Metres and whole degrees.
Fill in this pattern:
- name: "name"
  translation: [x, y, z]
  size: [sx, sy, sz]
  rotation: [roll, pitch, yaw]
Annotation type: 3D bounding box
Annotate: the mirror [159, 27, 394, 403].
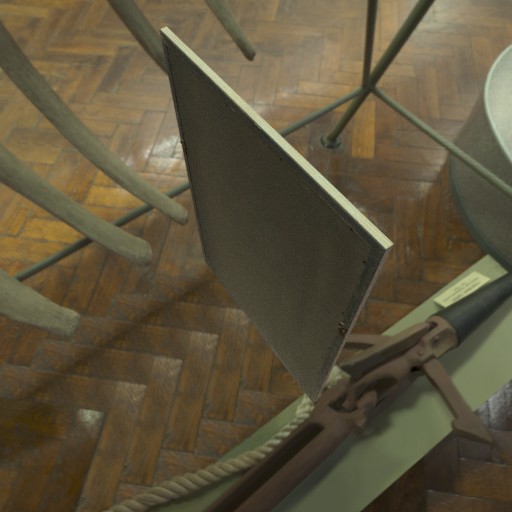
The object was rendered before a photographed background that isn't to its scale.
- name: "mirror"
  translation: [0.000, 0.000, 1.254]
  size: [0.025, 0.996, 0.705]
  rotation: [-31, 64, -18]
